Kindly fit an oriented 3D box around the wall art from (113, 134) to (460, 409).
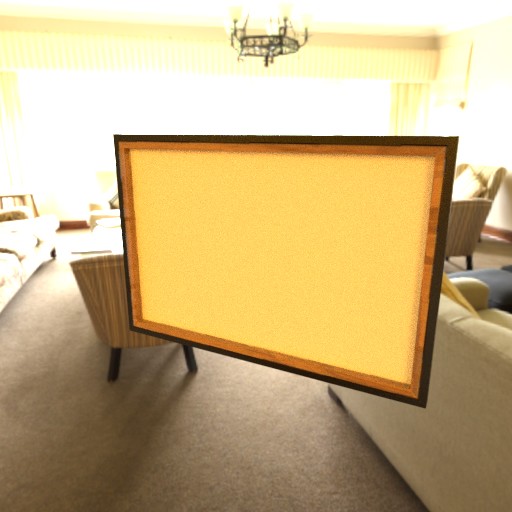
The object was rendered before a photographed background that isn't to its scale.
[{"bbox_3d":[0.000,0.000,0.844,0.659,0.446,0.022,8,18,26],"label":"wall art"}]
